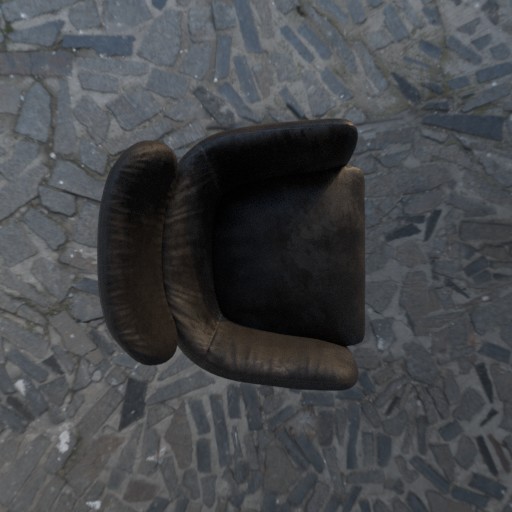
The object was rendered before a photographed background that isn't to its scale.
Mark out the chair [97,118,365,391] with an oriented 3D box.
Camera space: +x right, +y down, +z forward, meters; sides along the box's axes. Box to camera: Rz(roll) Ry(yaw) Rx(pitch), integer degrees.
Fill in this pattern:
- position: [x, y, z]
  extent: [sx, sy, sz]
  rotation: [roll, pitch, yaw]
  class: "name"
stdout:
- position: [0.000, 0.000, 1.229]
  extent: [0.604, 0.818, 0.640]
  rotation: [0, 89, 0]
  class: "chair"
